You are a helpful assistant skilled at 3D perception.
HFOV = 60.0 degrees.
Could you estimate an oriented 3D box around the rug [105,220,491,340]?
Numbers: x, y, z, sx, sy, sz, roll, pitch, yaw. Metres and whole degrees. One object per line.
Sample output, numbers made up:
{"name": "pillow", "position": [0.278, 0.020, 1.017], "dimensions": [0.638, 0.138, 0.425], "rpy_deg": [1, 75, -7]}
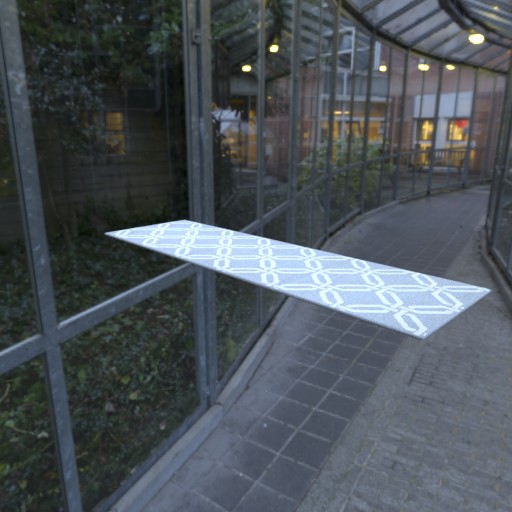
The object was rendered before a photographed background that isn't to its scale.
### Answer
{"name": "rug", "position": [0.000, 0.000, 2.507], "dimensions": [2.276, 0.014, 0.678], "rpy_deg": [15, 22, 43]}
